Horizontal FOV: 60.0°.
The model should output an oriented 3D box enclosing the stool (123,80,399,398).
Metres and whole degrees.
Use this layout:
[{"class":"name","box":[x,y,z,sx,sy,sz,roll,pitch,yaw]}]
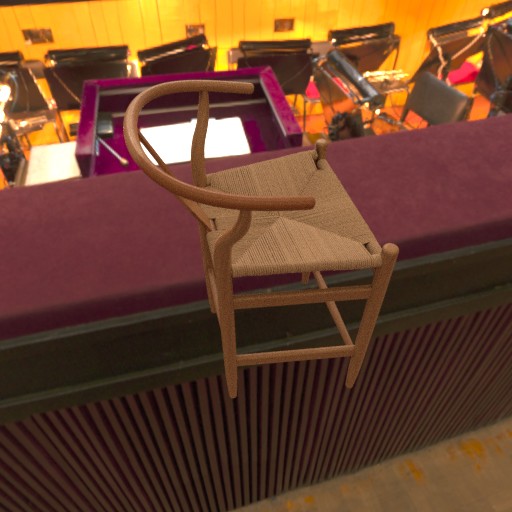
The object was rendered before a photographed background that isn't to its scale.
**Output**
[{"class":"stool","box":[0.000,0.000,1.304,0.575,0.923,0.536,-10,47,-10]}]
